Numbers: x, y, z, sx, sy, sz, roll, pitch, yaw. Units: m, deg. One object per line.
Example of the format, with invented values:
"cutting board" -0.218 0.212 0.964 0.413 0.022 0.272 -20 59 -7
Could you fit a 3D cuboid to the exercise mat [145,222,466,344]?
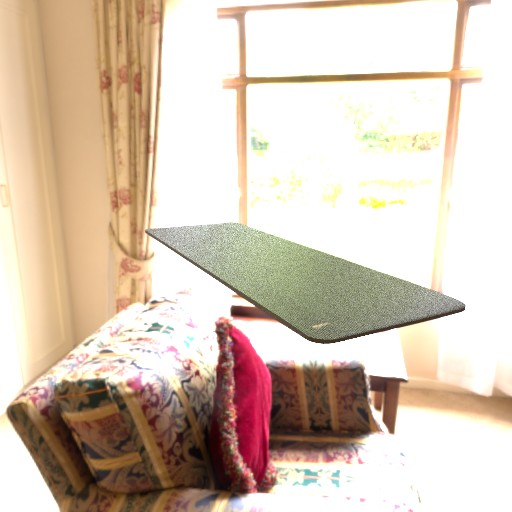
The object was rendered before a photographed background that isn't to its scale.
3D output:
"exercise mat" 0.000 0.000 2.102 0.616 0.021 1.869 -7 16 -27
